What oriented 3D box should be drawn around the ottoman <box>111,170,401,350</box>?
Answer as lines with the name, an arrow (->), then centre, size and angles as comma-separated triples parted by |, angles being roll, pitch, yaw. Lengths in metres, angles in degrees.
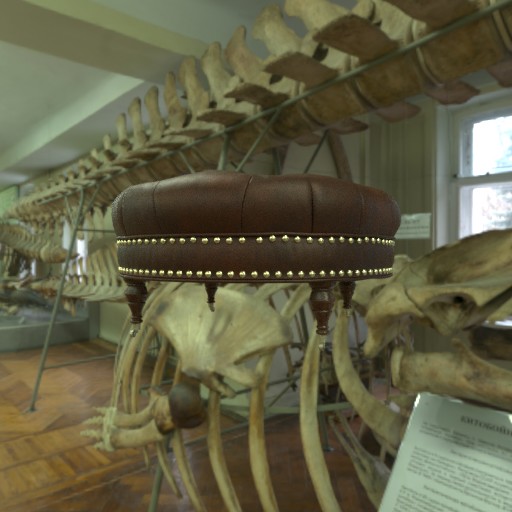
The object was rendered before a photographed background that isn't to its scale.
ottoman -> 0.000, 0.000, 1.432 | 0.901, 0.455, 0.901 | 0, 1, 0
